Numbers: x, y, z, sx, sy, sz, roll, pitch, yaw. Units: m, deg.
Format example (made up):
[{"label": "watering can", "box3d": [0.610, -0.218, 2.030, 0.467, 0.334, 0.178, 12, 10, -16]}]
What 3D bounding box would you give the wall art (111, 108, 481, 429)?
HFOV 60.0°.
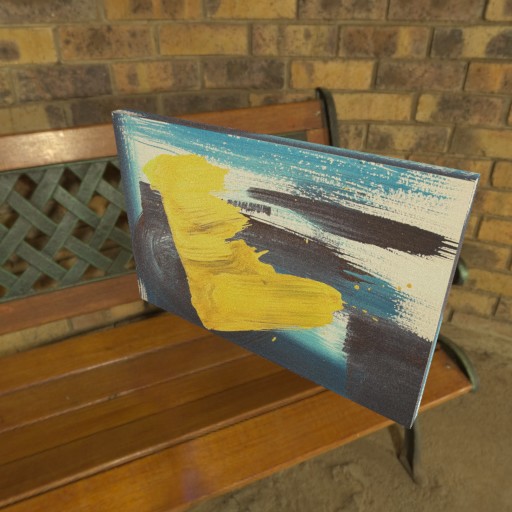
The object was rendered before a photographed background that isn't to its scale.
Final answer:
[{"label": "wall art", "box3d": [0.000, 0.000, 0.751, 0.609, 0.406, 0.033, 19, 35, 30]}]
